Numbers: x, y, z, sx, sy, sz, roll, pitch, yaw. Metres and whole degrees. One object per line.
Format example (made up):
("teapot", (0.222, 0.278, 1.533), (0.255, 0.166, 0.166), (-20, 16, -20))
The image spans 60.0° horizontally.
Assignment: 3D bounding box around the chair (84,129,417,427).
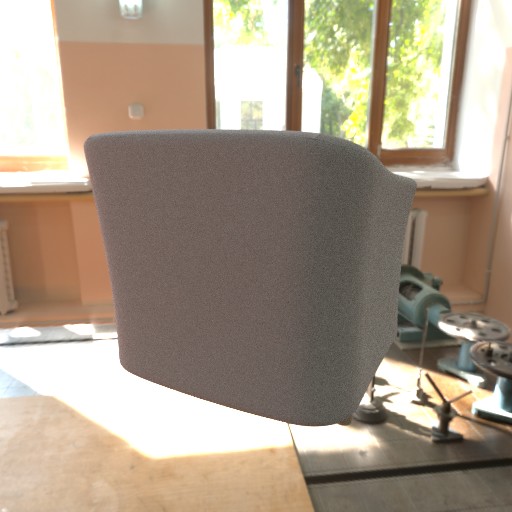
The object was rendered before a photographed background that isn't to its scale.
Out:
("chair", (0.000, 0.000, 1.328), (0.790, 0.720, 0.700), (8, 17, 27))
